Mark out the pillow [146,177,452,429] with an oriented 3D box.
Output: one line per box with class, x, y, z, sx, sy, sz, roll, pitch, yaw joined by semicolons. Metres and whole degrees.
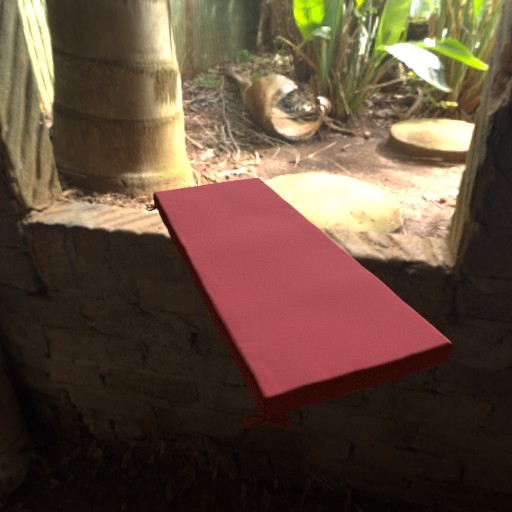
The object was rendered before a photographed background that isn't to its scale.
pillow;0.000;0.000;1.367;0.492;0.081;1.187;-11;32;-19
